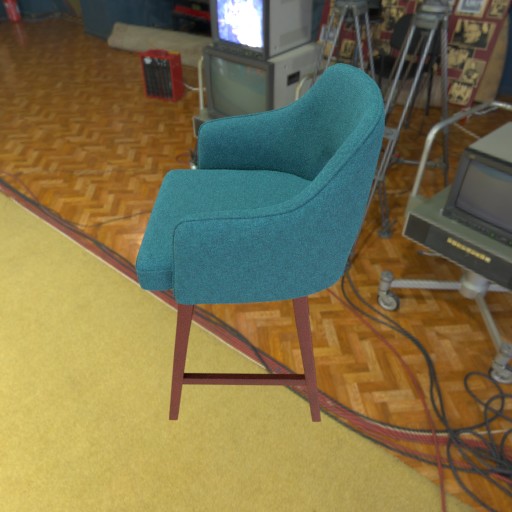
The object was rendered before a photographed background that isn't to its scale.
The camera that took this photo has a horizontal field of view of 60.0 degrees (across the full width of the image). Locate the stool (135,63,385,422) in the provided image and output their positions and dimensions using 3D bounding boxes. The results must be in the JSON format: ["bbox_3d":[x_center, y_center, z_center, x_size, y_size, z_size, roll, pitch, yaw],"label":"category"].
[{"bbox_3d":[0.000,0.000,1.267,0.556,0.961,0.548,0,40,1],"label":"stool"}]
